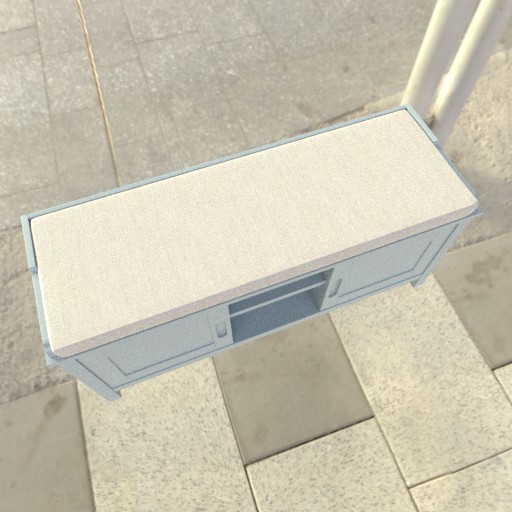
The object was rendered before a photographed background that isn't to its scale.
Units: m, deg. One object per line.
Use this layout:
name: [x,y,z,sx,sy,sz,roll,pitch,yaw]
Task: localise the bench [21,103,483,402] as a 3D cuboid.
bench: [0.000,0.000,1.342,1.140,0.501,0.398,-19,62,-10]
